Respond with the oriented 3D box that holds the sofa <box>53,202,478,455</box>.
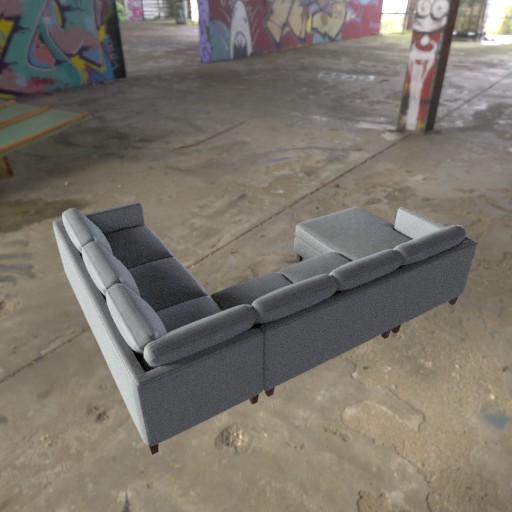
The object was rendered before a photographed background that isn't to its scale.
[{"bbox_3d":[0.000,0.000,4.341,3.238,0.853,2.551,-18,36,-27],"label":"sofa"}]
